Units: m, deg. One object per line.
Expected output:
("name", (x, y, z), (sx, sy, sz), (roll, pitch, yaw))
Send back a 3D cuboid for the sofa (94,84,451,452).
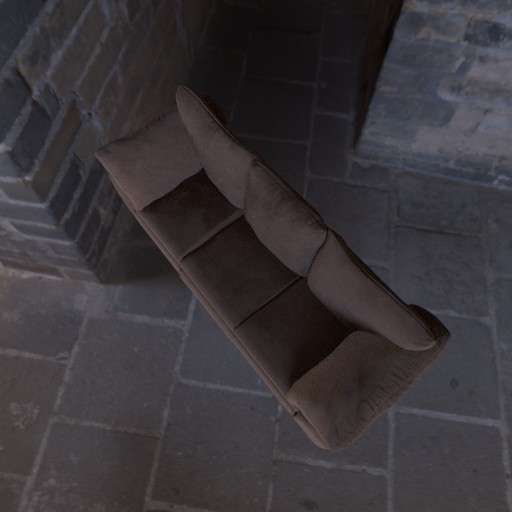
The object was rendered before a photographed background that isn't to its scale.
("sofa", (0.000, 0.000, 2.837), (0.878, 1.015, 2.336), (-36, 69, -16))
